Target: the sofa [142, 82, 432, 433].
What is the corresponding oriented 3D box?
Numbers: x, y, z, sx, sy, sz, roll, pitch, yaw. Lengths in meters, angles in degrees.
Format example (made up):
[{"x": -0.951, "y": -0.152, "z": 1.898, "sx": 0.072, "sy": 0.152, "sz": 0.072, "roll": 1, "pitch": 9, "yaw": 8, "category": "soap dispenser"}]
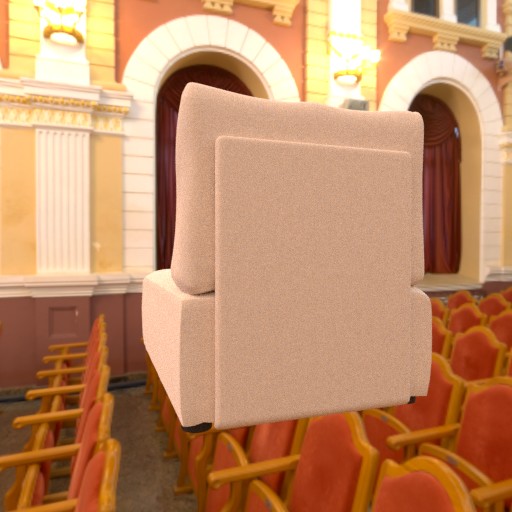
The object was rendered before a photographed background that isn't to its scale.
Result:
[{"x": 0.000, "y": 0.000, "z": 1.558, "sx": 0.700, "sy": 0.820, "sz": 1.000, "roll": 0, "pitch": 1, "yaw": -19, "category": "sofa"}]
